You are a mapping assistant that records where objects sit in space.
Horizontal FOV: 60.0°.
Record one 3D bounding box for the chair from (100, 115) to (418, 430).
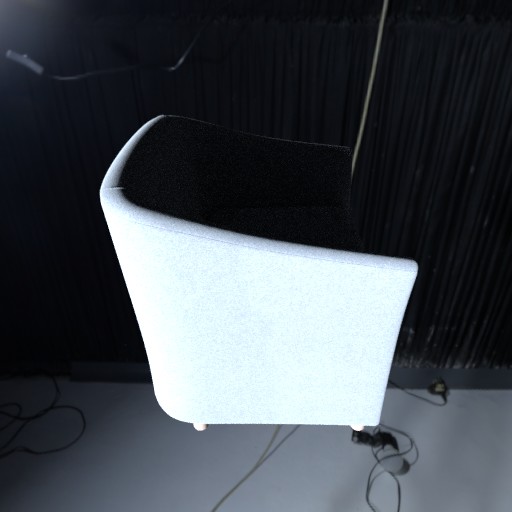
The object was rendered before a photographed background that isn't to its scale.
[{"bbox_3d":[0.000,0.000,1.364,0.700,0.720,0.790,0,32,0],"label":"chair"}]
